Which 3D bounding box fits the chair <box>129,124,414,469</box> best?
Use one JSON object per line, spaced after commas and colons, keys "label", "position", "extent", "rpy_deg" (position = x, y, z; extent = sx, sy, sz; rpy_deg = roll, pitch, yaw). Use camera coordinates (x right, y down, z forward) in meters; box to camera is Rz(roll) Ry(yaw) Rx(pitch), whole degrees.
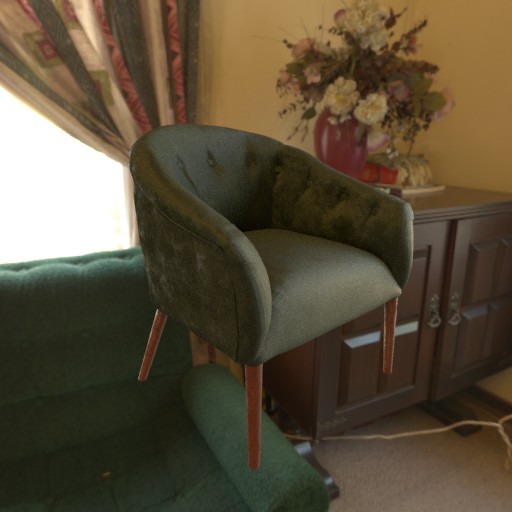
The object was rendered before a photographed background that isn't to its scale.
{"label": "chair", "position": [0.000, 0.000, 1.519], "extent": [0.851, 0.885, 0.776], "rpy_deg": [-14, 20, -43]}
